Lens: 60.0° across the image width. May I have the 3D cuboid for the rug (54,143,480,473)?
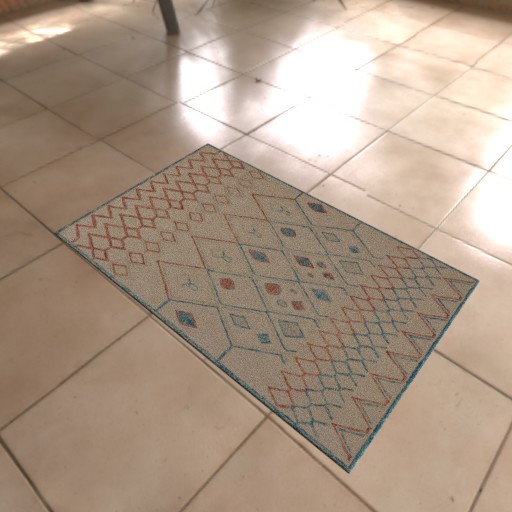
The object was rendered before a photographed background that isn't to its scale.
[{"bbox_3d":[0.000,0.000,2.963,2.438,0.015,1.524,32,54,27],"label":"rug"}]
